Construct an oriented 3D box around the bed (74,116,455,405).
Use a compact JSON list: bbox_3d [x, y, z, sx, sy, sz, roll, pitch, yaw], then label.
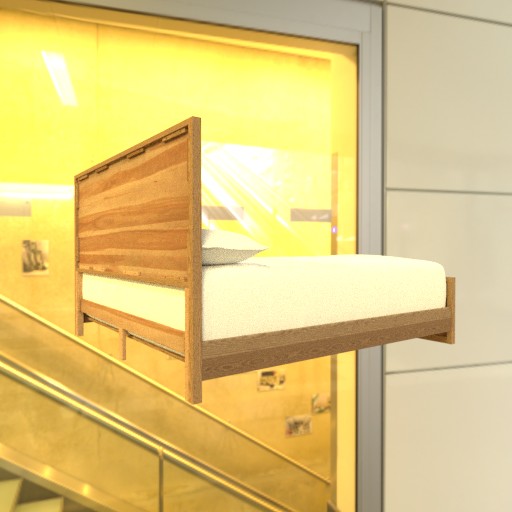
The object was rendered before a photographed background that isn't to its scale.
[{"bbox_3d":[0.000,0.000,3.439,2.184,1.295,2.013,-1,1,-36],"label":"bed"}]
